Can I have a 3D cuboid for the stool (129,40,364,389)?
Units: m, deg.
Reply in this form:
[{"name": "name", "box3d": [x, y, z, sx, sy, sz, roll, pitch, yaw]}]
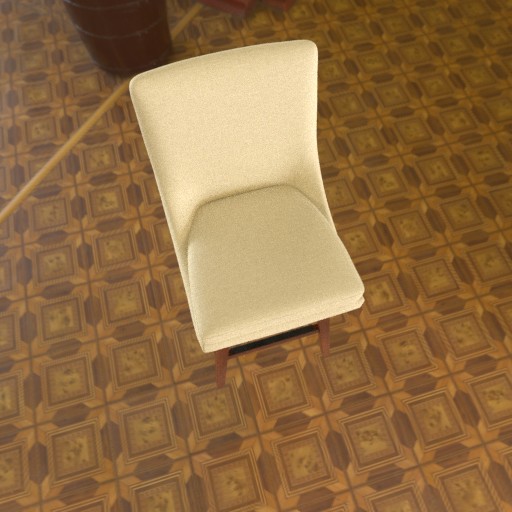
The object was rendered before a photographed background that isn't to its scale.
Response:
[{"name": "stool", "box3d": [0.000, 0.000, 1.395, 0.470, 1.097, 0.559, -15, 65, -7]}]
